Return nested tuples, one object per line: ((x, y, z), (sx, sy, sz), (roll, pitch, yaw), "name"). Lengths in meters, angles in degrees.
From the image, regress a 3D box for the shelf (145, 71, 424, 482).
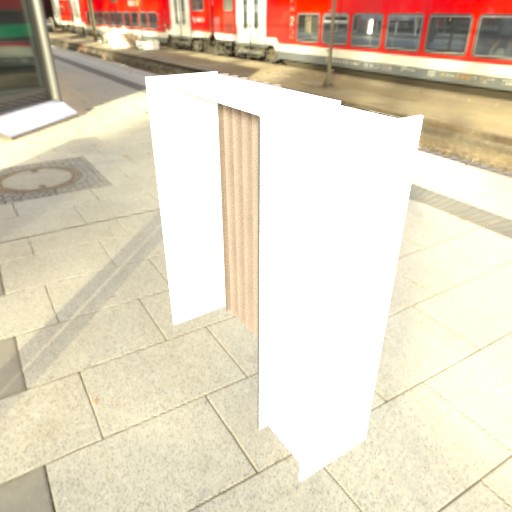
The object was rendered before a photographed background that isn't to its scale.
((0.000, 0.000, 2.583), (0.500, 1.820, 1.600), (-18, 34, -29), "shelf")
